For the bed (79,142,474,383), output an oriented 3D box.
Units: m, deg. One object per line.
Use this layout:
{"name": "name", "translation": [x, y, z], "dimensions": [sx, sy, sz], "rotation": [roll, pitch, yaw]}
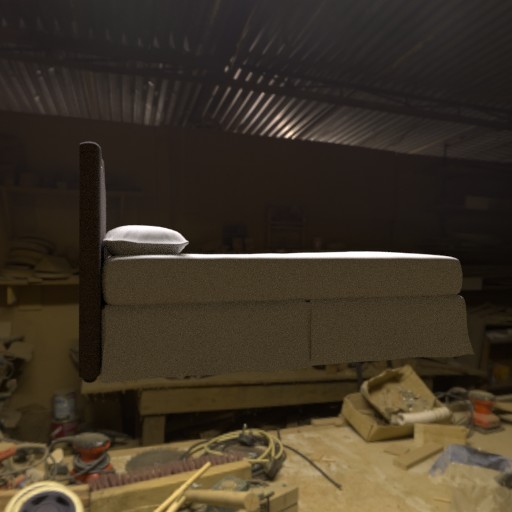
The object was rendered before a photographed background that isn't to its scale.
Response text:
{"name": "bed", "translation": [0.000, 0.000, 3.800], "dimensions": [2.689, 1.457, 2.161], "rotation": [0, 0, -18]}
